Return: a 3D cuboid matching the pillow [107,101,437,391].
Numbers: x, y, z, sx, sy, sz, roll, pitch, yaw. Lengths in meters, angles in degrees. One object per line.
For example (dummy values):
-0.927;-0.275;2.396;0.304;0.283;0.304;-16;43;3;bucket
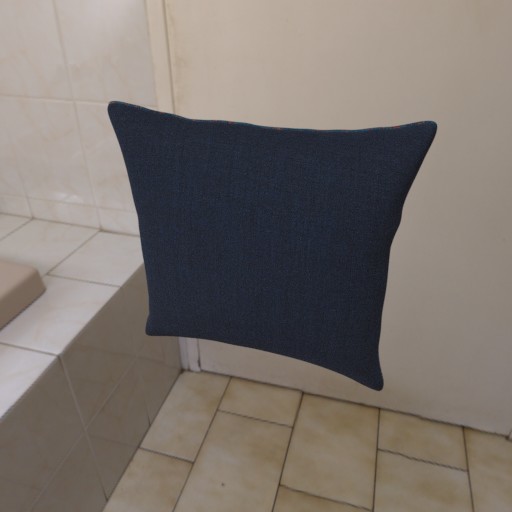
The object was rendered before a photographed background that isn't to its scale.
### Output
0.000;0.000;0.661;0.431;0.431;0.141;10;33;15;pillow
